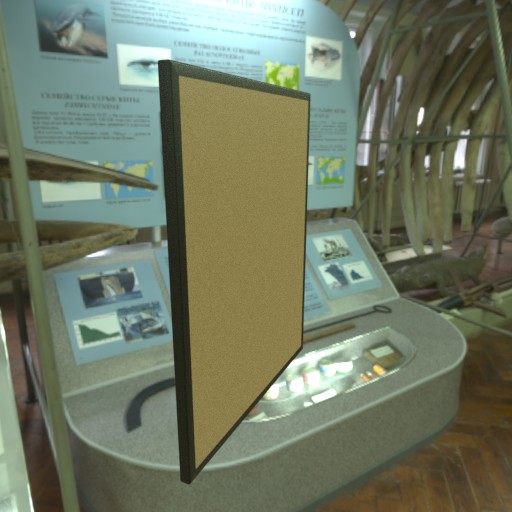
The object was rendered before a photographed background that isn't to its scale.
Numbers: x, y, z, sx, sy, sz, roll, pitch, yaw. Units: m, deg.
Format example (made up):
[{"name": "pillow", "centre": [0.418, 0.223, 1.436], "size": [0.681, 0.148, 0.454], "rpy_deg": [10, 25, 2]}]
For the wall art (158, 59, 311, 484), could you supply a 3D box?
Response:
[{"name": "wall art", "centre": [0.000, 0.000, 0.790], "size": [0.018, 0.582, 0.481], "rpy_deg": [7, 17, 25]}]
